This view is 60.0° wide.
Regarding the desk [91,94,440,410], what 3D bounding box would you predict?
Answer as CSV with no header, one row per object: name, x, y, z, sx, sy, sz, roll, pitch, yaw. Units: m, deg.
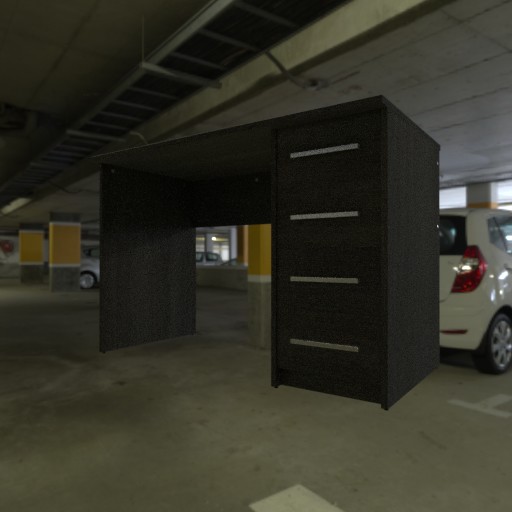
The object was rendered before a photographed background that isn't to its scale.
desk,0.000,0.000,1.547,1.096,0.730,0.560,0,0,35
